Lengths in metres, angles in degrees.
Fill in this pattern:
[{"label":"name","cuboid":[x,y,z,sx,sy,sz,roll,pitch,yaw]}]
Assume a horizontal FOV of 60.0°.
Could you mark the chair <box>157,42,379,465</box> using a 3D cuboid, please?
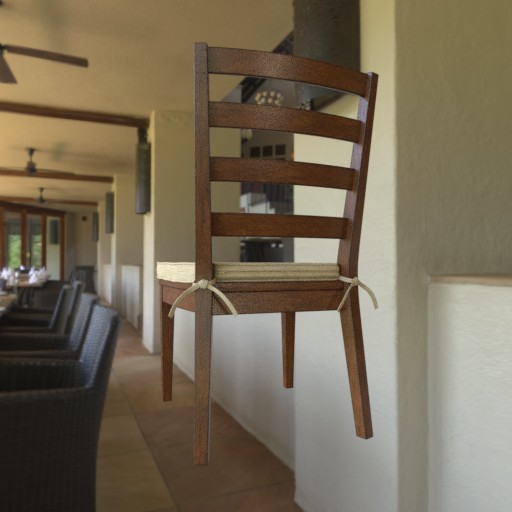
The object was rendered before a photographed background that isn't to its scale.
[{"label":"chair","cuboid":[0.000,0.000,1.351,0.593,0.979,0.595,0,-1,-20]}]
